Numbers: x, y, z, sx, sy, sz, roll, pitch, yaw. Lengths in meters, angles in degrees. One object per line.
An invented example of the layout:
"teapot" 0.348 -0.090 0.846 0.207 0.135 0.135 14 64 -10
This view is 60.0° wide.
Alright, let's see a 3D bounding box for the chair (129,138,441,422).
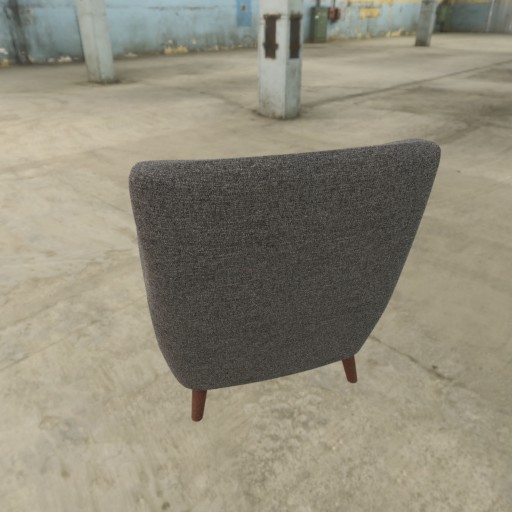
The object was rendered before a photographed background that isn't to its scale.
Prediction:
"chair" 0.000 0.000 1.732 0.889 1.039 0.940 -9 29 -15
